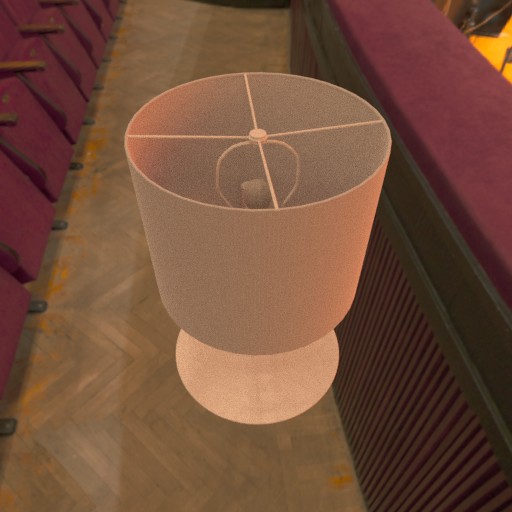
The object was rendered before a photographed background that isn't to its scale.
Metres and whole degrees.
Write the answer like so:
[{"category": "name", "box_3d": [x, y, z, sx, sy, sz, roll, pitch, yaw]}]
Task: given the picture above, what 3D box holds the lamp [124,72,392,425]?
[{"category": "lamp", "box_3d": [0.000, 0.000, 0.680, 0.299, 0.454, 0.341, -5, 46, -5]}]
